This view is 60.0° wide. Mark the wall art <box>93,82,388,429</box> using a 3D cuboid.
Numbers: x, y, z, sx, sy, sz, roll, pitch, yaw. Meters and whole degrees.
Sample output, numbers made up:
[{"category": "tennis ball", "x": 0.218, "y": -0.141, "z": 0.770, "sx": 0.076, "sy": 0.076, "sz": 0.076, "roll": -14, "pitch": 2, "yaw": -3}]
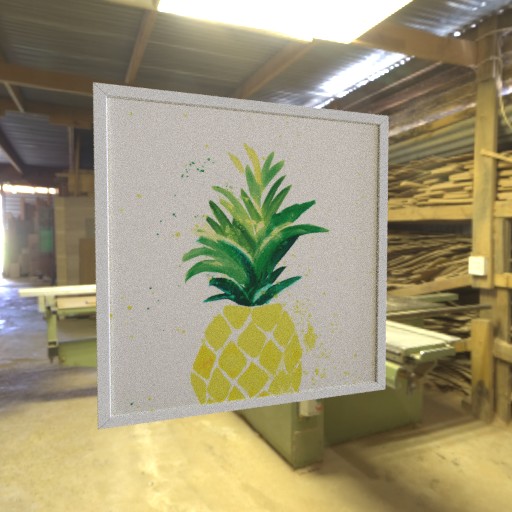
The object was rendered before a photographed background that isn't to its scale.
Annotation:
[{"category": "wall art", "x": 0.000, "y": 0.000, "z": 1.120, "sx": 0.763, "sy": 0.761, "sz": 0.038, "roll": -1, "pitch": 2, "yaw": -20}]
